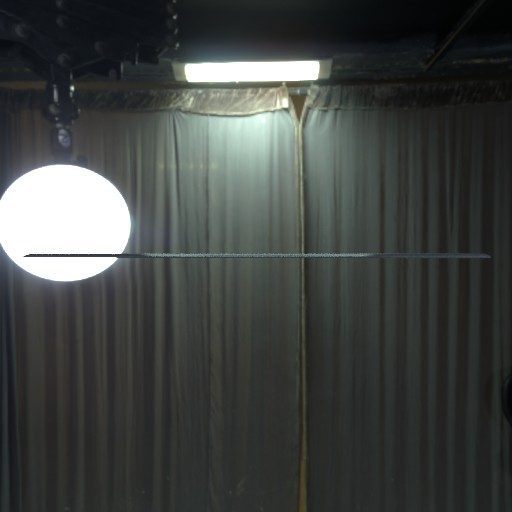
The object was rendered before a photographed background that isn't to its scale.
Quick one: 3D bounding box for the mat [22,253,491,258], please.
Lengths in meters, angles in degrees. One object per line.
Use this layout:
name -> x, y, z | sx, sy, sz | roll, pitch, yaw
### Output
mat -> 0.000, 0.000, 1.862 | 1.525, 0.016, 0.917 | 0, 0, -1
